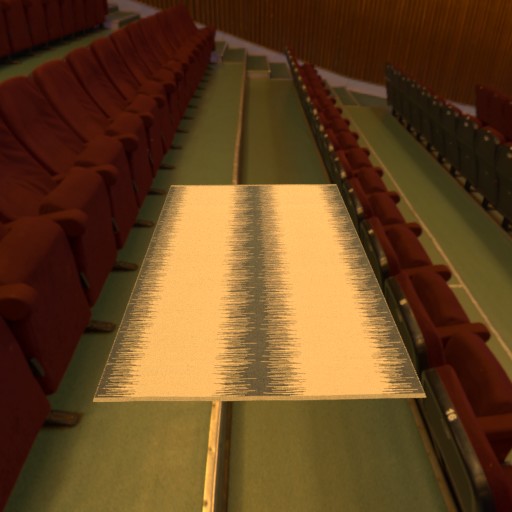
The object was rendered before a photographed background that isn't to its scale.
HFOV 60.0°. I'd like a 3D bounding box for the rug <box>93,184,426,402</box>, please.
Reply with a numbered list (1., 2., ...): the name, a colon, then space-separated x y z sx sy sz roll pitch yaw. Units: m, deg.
1. rug: 0.000 0.000 3.046 1.519 0.003 2.453 -1 32 -1
